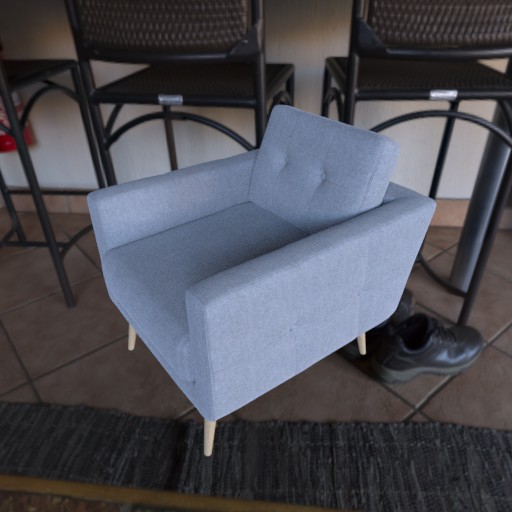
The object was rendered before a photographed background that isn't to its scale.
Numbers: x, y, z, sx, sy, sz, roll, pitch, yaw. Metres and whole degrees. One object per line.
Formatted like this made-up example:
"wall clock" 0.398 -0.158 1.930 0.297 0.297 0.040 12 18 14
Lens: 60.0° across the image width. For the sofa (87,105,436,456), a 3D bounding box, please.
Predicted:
"sofa" 0.000 0.000 1.553 0.920 0.860 0.770 -22 39 -31
